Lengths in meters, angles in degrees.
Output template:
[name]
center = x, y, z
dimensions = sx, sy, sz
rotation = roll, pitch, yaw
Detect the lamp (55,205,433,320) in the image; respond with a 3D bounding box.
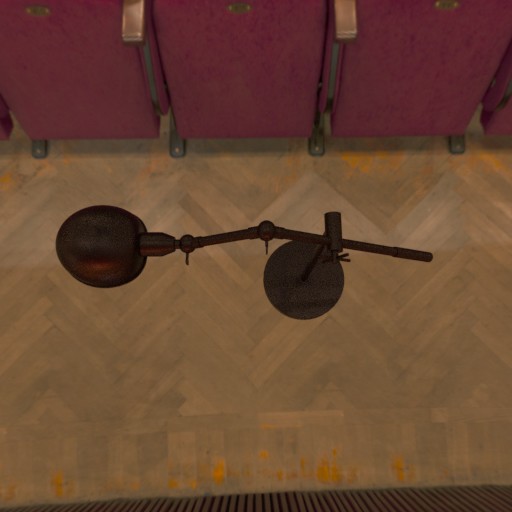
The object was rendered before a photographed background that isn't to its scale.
[lamp]
center = 0.000, 0.000, 0.802
dimensions = 0.567, 0.495, 0.185
rotation = 0, 76, 0
